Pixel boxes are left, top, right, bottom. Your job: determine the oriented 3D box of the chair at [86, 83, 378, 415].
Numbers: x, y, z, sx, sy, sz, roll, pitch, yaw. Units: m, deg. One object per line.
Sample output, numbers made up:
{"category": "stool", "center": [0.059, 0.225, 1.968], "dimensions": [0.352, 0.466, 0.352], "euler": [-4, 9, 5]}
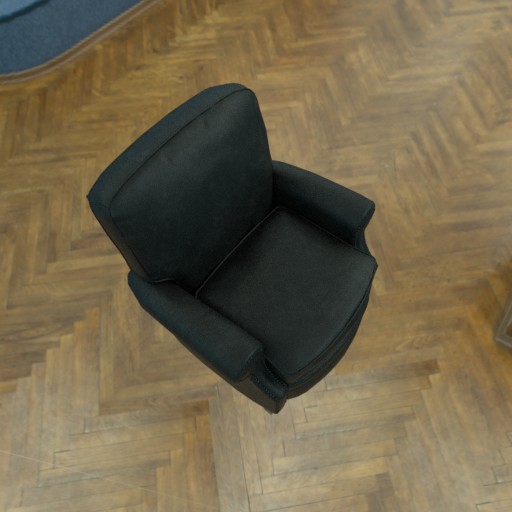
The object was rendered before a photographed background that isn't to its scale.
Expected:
{"category": "chair", "center": [0.000, 0.000, 1.809], "dimensions": [0.986, 1.018, 0.936], "euler": [34, 65, 18]}
